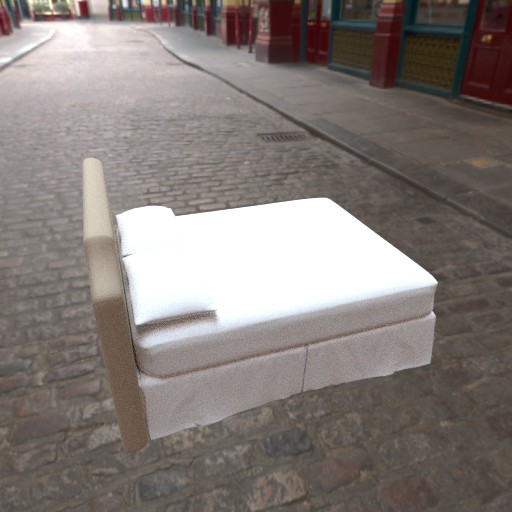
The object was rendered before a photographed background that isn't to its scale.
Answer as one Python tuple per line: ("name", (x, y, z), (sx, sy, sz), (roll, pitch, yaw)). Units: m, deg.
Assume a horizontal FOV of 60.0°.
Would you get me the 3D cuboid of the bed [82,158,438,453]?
("bed", (0.000, 0.000, 3.268), (2.204, 1.301, 1.828), (-10, 30, -17))
